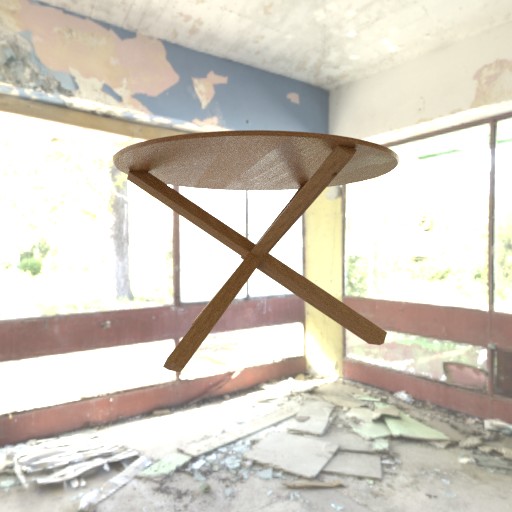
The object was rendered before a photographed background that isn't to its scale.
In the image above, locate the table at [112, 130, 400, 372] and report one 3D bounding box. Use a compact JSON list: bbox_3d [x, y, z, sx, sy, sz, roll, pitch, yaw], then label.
[{"bbox_3d":[0.000,0.000,1.683,1.038,0.666,1.038,0,0,0],"label":"table"}]
